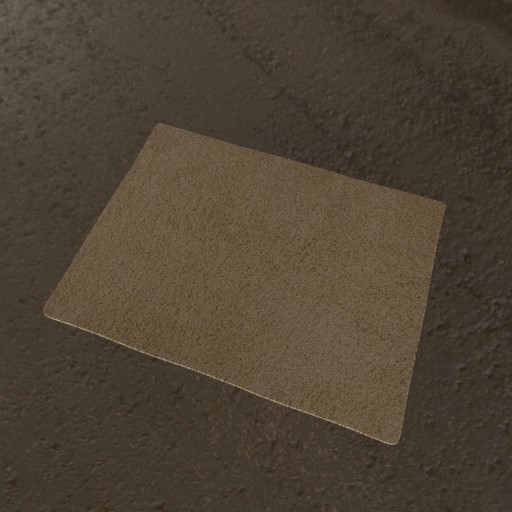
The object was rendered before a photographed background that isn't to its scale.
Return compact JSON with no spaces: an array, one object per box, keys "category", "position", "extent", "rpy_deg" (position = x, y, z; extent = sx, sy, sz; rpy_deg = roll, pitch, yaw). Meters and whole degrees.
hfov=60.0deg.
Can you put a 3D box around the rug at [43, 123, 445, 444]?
[{"category":"rug","position":[0.000,0.000,2.102],"extent":[1.600,0.025,1.199],"rpy_deg":[18,64,9]}]
